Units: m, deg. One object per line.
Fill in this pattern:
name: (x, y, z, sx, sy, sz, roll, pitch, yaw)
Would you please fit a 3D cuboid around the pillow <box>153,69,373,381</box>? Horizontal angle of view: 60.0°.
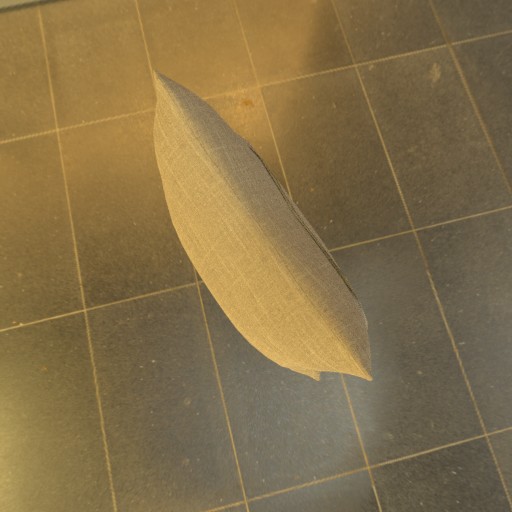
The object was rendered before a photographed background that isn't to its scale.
pillow: (0.000, 0.000, 0.651, 0.169, 0.400, 0.424, -33, 78, -8)
